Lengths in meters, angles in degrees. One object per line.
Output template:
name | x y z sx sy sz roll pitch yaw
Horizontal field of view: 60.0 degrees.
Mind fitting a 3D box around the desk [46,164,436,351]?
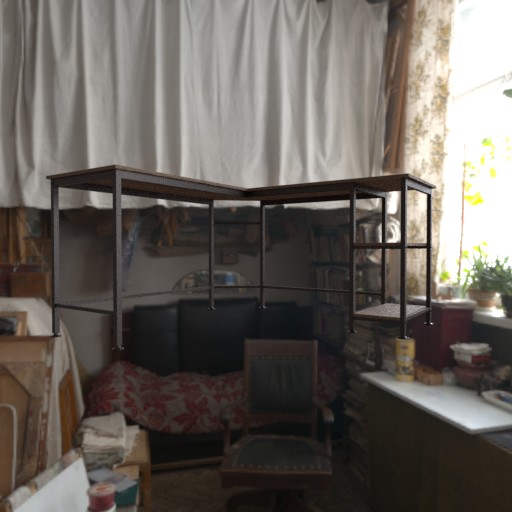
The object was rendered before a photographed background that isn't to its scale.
desk | 0.000 0.000 2.203 1.379 0.739 1.379 1 1 35
